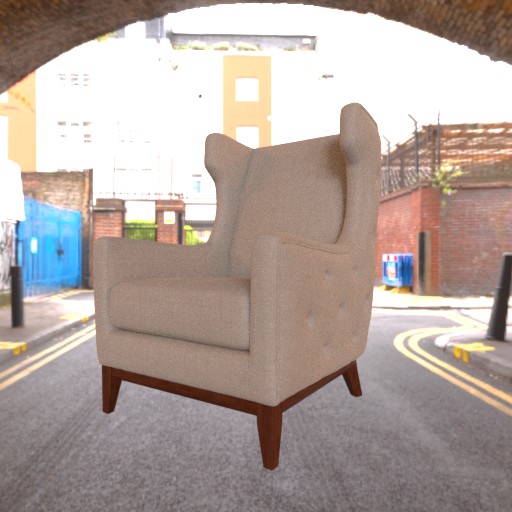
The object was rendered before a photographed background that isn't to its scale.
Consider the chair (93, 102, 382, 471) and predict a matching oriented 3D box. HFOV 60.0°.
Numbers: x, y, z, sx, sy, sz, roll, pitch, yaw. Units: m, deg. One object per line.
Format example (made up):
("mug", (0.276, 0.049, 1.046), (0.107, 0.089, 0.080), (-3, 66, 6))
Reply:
("chair", (0.000, 0.000, 1.641), (0.778, 1.079, 0.899), (0, 0, 36))
